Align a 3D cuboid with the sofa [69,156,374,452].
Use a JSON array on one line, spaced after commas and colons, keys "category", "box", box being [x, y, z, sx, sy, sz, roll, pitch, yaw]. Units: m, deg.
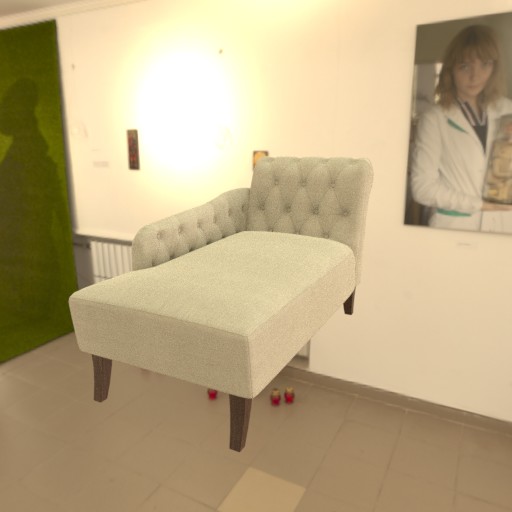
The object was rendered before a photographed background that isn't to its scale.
[{"category": "sofa", "box": [0.000, 0.000, 1.862, 0.675, 0.787, 1.379, 7, 16, 27]}]
